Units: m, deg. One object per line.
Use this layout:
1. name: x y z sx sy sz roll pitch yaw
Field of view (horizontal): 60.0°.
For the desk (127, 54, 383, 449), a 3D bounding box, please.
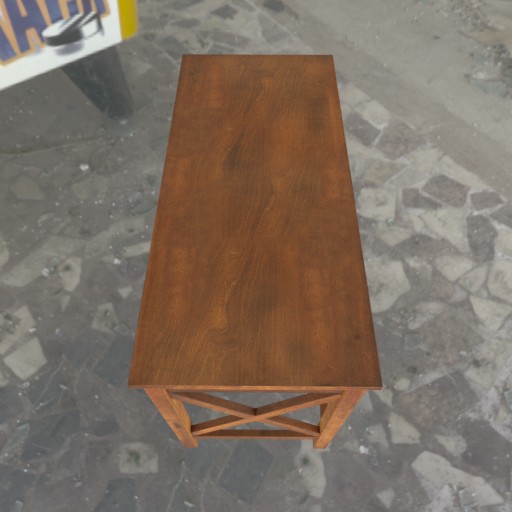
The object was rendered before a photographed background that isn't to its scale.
1. desk: 0.000 0.000 1.498 0.508 0.762 1.117 0 57 0
